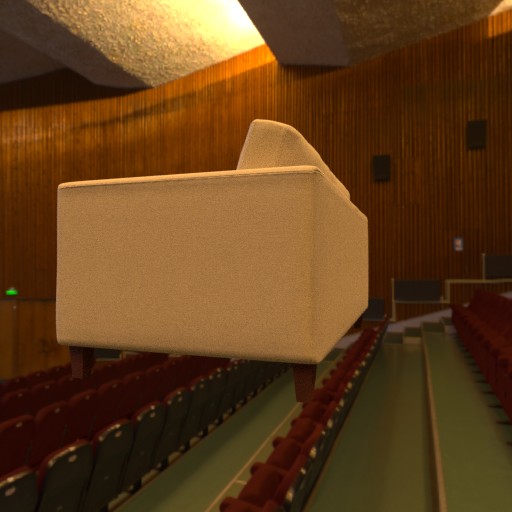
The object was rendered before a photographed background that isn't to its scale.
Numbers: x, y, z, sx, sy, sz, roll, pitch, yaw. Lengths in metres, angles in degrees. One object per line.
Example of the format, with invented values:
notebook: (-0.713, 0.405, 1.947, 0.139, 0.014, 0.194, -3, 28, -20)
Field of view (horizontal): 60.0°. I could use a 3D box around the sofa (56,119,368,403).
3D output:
sofa: (0.000, 0.000, 2.195, 0.964, 0.888, 1.702, 0, -1, 19)
